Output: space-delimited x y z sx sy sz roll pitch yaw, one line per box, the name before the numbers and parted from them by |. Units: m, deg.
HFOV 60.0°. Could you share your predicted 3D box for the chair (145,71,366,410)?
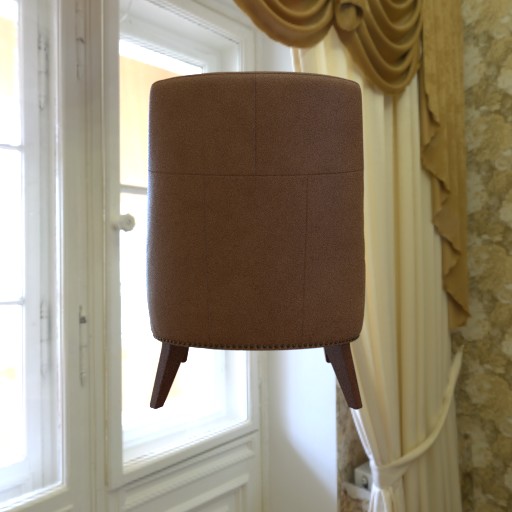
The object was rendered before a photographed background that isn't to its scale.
chair | 0.000 0.000 1.493 0.701 0.909 0.861 0 0 0
